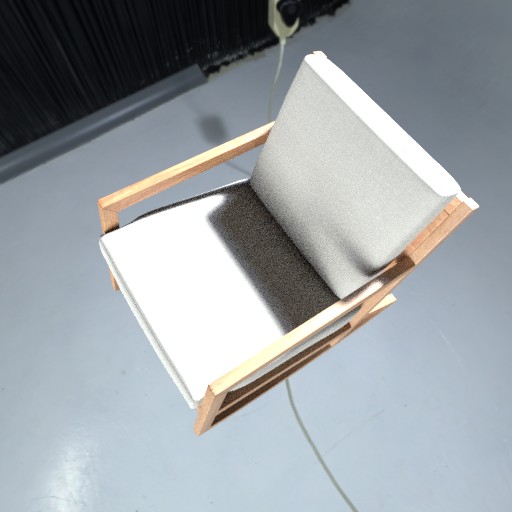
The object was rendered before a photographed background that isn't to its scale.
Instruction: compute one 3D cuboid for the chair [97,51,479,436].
[{"bbox_3d":[0.000,0.000,1.350,0.857,0.790,0.622,-31,69,-14],"label":"chair"}]
